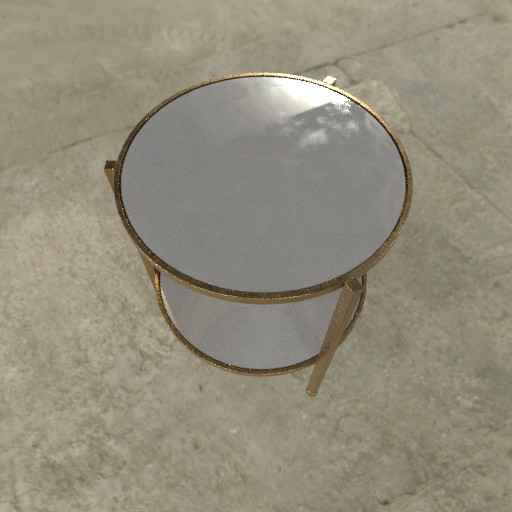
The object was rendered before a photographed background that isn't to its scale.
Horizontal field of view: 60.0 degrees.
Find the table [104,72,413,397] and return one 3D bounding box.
[{"bbox_3d":[0.000,0.000,0.462,0.243,0.269,0.231,0,58,0],"label":"table"}]
